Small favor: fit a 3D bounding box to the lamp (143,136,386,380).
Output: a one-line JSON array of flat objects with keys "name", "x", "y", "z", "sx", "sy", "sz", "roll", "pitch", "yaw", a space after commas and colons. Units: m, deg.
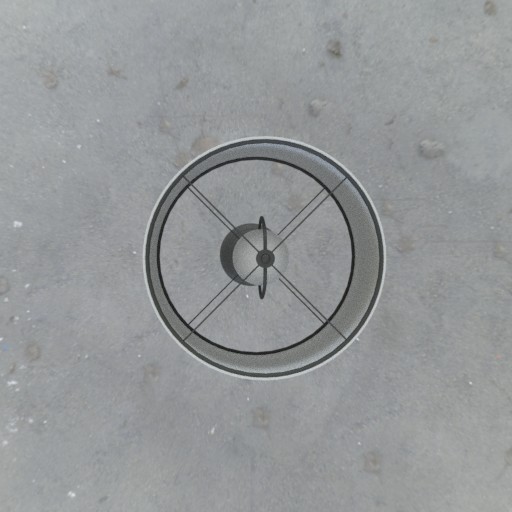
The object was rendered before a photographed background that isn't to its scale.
[{"name": "lamp", "x": 0.000, "y": 0.000, "z": 0.707, "sx": 0.310, "sy": 0.501, "sz": 0.310, "roll": 0, "pitch": 91, "yaw": -2}]
